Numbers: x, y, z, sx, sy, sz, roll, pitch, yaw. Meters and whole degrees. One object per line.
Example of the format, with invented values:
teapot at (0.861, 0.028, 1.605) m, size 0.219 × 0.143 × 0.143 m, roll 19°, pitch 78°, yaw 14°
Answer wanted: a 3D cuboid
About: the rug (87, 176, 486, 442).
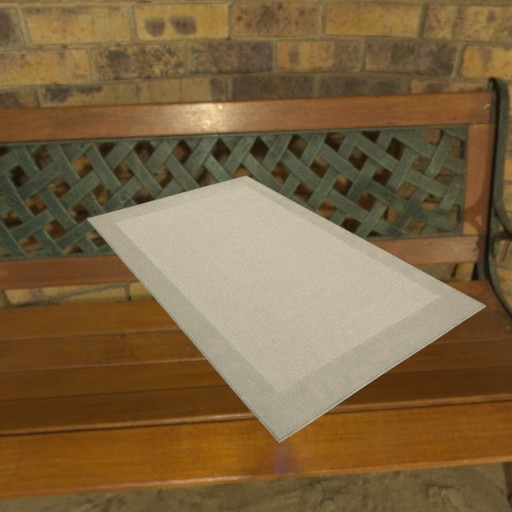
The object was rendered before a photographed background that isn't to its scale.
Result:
rug at (0.000, 0.000, 3.025) m, size 1.524 × 0.014 × 2.438 m, roll -21°, pitch 38°, yaw -30°
